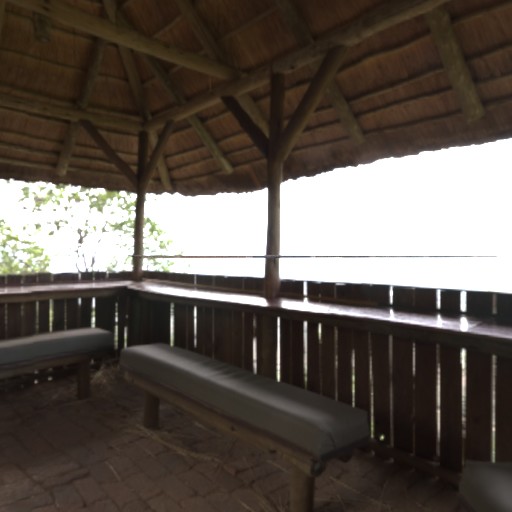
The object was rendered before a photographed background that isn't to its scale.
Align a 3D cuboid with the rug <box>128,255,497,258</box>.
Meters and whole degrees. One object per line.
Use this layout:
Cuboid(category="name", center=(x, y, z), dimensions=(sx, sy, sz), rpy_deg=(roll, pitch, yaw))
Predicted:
Cuboid(category="rug", center=(0.000, 0.000, 2.821), dimensions=(1.521, 0.006, 2.284), rpy_deg=(0, 0, -17))
